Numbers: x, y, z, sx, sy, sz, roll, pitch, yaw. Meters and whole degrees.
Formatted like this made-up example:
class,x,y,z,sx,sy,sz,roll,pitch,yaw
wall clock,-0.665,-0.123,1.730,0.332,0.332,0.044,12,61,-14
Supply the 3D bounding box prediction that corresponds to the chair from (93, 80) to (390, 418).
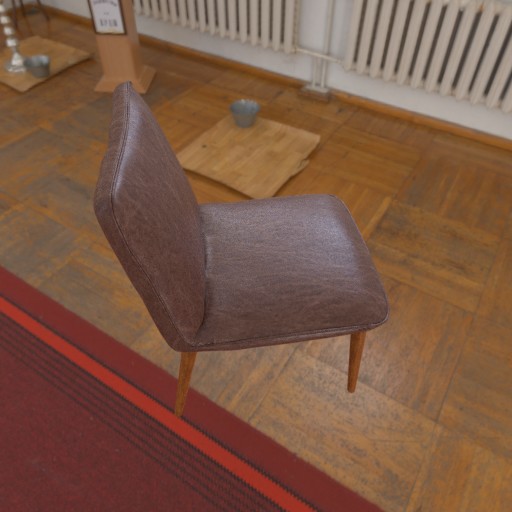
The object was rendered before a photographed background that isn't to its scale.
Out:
class,x,y,z,sx,sy,sz,roll,pitch,yaw
chair,0.000,0.000,1.186,0.645,0.803,0.543,-9,46,-9
